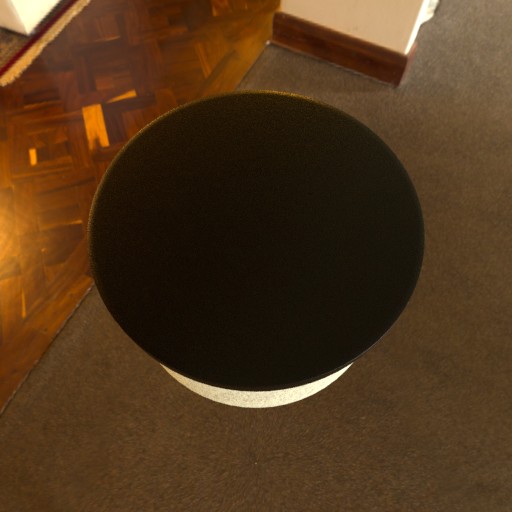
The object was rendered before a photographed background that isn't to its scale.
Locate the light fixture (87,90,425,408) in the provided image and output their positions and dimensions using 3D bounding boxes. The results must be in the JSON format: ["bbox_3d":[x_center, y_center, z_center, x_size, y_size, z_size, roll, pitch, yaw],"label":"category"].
[{"bbox_3d":[0.000,0.000,0.619,0.389,0.229,0.389,0,65,0],"label":"light fixture"}]
